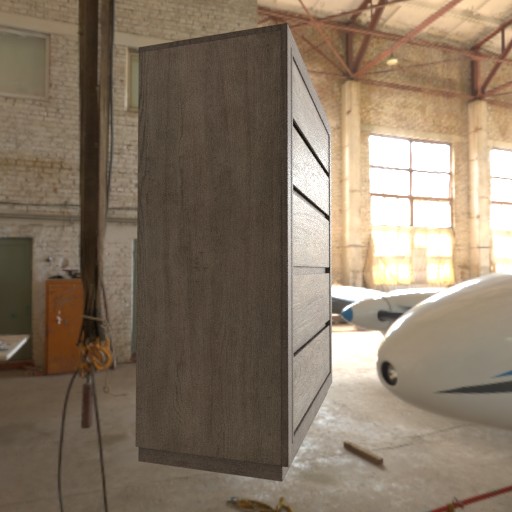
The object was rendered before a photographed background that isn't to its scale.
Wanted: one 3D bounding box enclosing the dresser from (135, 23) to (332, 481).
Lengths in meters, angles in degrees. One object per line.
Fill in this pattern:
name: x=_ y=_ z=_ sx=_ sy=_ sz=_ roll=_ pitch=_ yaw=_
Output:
dresser: x=0.000 y=0.000 z=1.772 sx=0.483 sy=1.295 sz=0.967 roll=-1 pitch=-2 yaw=17
